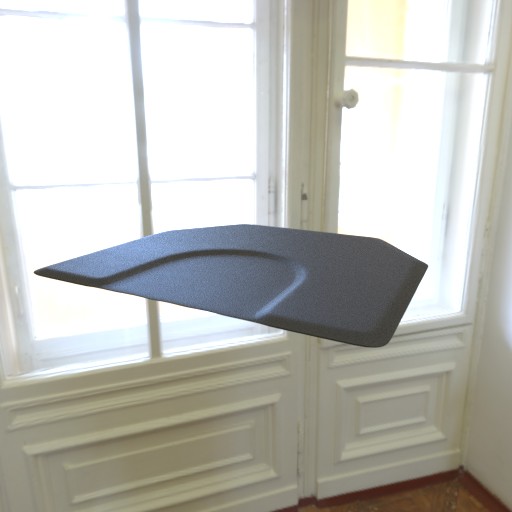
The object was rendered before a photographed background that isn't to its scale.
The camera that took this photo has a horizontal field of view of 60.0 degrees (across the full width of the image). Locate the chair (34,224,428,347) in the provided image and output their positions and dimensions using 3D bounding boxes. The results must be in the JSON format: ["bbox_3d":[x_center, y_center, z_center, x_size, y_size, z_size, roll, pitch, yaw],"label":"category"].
[{"bbox_3d":[0.000,0.000,1.933,1.372,0.024,1.219,8,18,27],"label":"chair"}]
